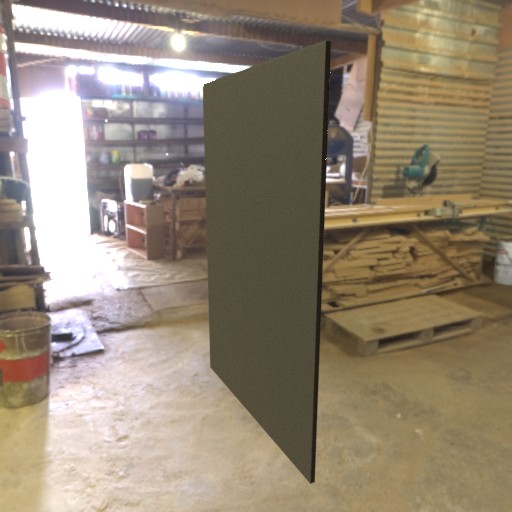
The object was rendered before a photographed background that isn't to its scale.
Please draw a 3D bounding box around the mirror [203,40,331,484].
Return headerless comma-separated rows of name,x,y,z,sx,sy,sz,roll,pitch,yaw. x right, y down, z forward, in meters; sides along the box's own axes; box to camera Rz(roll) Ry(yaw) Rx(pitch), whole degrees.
mirror,0.000,0.000,1.156,0.039,0.914,0.613,-7,15,-26
